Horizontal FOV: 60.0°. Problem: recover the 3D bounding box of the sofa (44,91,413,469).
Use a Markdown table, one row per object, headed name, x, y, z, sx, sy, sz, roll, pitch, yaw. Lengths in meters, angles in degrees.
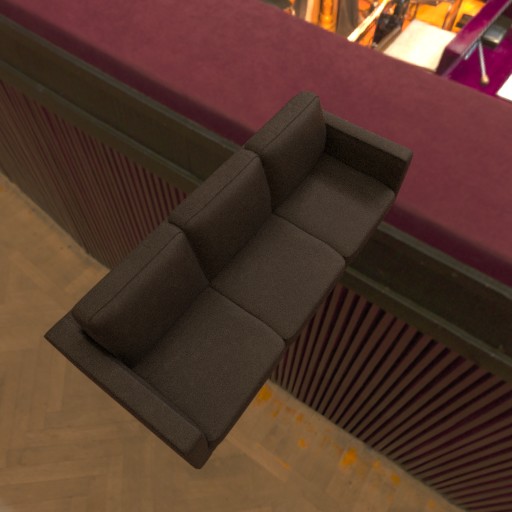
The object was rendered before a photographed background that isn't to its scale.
| name | x | y | z | sx | sy | sz | roll | pitch | yaw |
| --- | --- | --- | --- | --- | --- | --- | --- | --- | --- |
| sofa | 0.000 | 0.000 | 2.461 | 0.879 | 0.899 | 2.029 | 32 | 63 | 18 |
